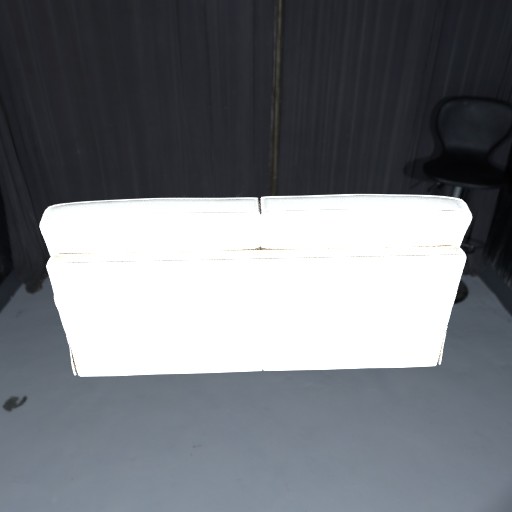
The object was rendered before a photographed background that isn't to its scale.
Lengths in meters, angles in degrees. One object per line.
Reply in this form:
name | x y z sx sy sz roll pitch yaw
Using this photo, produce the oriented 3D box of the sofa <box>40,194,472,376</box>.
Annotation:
sofa | 0.000 0.000 2.488 2.021 0.937 0.862 -1 31 -2
